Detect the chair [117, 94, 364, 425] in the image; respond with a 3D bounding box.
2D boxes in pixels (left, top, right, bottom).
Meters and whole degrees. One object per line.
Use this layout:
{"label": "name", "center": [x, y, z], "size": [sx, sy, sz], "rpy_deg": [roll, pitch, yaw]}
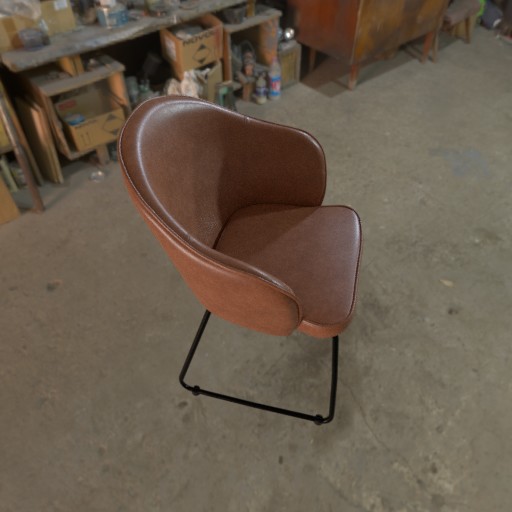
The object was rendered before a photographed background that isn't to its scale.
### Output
{"label": "chair", "center": [0.000, 0.000, 1.227], "size": [0.580, 0.785, 0.582], "rpy_deg": [9, 46, 9]}
